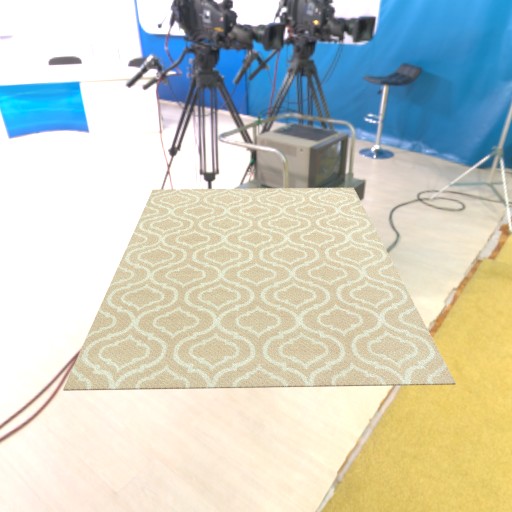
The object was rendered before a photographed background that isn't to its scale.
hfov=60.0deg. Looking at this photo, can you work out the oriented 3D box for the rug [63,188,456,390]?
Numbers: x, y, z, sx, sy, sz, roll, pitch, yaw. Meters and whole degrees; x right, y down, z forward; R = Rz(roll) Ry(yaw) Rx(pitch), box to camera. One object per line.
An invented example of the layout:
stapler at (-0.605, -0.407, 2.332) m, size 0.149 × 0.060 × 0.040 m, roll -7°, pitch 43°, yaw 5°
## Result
rug at (0.000, 0.000, 3.805) m, size 2.286 × 0.013 × 2.894 m, roll -1°, pitch 32°, yaw -1°
